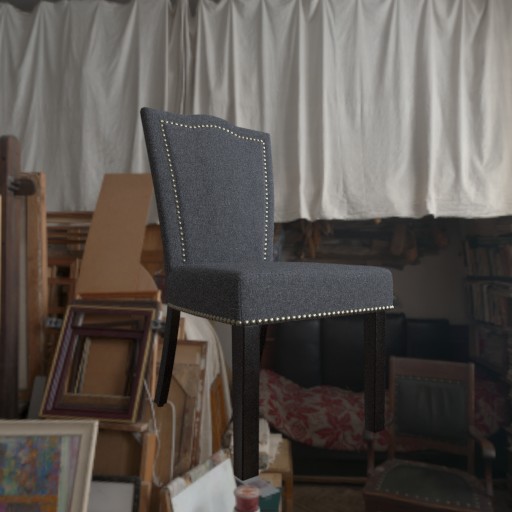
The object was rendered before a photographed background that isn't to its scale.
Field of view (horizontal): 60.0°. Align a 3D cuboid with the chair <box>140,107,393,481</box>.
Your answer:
[{"bbox_3d":[0.000,0.000,1.284,0.518,0.946,0.589,0,-1,-37],"label":"chair"}]
